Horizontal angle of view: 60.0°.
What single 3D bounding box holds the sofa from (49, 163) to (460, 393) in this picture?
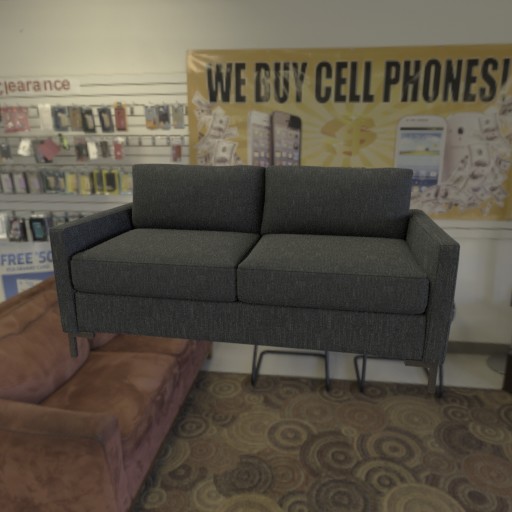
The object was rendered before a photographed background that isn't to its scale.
[{"bbox_3d":[0.000,0.000,2.214,1.716,0.862,0.866,3,15,10],"label":"sofa"}]
